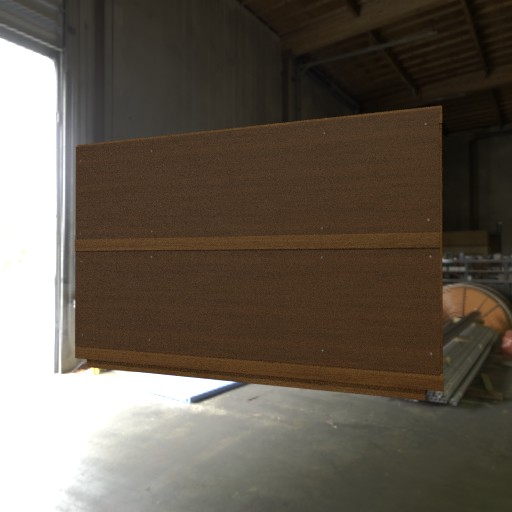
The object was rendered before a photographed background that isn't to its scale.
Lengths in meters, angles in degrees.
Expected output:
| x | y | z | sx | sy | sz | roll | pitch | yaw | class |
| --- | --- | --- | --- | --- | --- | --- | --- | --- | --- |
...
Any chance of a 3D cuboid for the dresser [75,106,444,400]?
| x | y | z | sx | sy | sz | roll | pitch | yaw | class |
| --- | --- | --- | --- | --- | --- | --- | --- | --- | --- |
| 0.000 | 0.000 | 1.652 | 1.261 | 0.825 | 0.479 | 0 | -1 | 20 | dresser |
